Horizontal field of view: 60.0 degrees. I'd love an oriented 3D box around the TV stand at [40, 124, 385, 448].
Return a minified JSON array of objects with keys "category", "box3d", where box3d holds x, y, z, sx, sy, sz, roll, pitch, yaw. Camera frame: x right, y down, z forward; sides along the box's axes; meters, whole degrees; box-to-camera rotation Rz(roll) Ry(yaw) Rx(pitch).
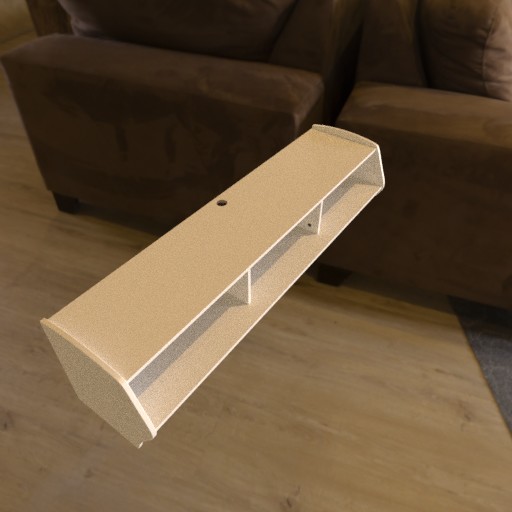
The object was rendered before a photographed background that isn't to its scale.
[{"category":"TV stand","box3d":[0.000,0.000,1.698,0.397,0.424,1.473,26,48,26]}]
